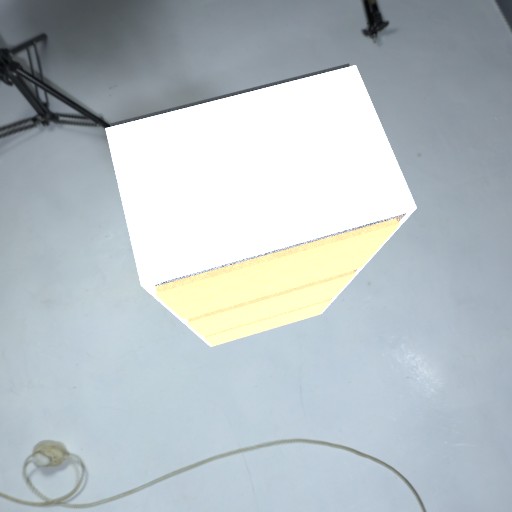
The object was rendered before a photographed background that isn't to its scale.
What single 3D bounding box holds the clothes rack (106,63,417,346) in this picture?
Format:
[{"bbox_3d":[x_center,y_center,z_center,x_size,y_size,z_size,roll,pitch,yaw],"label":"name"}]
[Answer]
[{"bbox_3d":[0.000,0.000,1.382,0.500,1.187,0.330,-16,74,-5],"label":"clothes rack"}]
